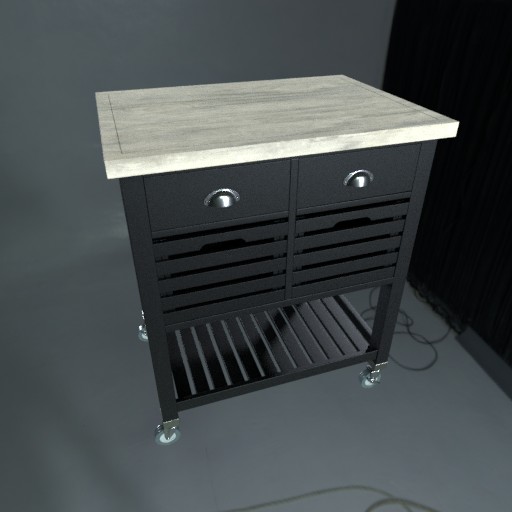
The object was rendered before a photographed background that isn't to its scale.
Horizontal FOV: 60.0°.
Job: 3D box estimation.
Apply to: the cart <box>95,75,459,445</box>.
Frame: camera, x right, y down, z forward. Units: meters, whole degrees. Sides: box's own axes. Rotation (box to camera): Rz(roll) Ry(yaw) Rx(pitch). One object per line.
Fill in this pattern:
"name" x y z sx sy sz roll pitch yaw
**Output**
"cart" 0.000 0.000 1.389 0.797 0.920 0.567 -10 34 -15
